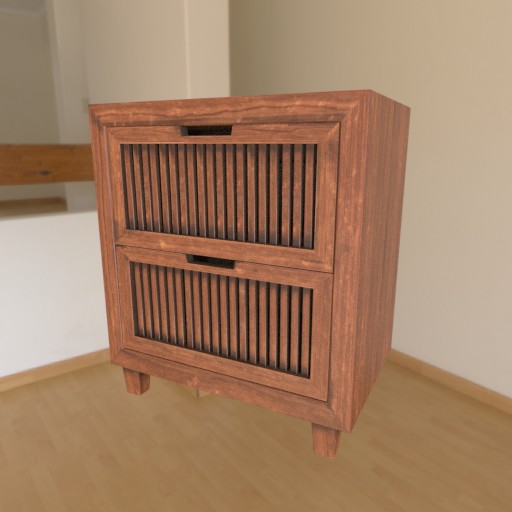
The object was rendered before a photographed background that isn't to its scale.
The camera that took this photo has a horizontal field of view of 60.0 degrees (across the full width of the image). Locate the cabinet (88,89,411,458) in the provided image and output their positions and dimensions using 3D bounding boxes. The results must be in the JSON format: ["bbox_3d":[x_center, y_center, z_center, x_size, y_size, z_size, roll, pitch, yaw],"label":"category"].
[{"bbox_3d":[0.000,0.000,1.080,0.607,0.695,0.410,7,16,26],"label":"cabinet"}]
